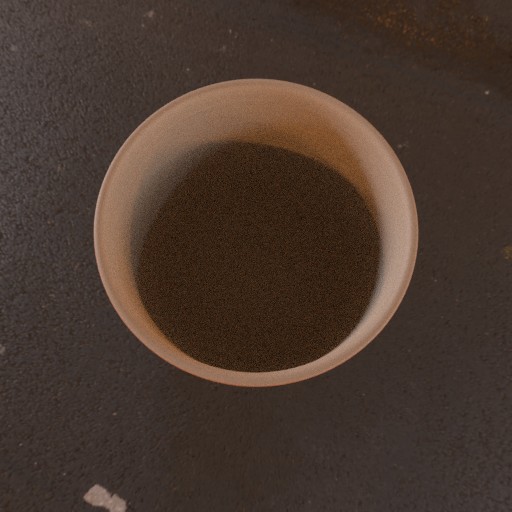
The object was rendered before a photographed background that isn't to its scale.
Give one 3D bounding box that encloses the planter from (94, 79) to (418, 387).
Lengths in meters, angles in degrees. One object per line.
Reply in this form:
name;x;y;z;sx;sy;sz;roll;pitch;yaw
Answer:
planter;0.000;0.000;0.374;0.208;0.190;0.208;0;75;0
